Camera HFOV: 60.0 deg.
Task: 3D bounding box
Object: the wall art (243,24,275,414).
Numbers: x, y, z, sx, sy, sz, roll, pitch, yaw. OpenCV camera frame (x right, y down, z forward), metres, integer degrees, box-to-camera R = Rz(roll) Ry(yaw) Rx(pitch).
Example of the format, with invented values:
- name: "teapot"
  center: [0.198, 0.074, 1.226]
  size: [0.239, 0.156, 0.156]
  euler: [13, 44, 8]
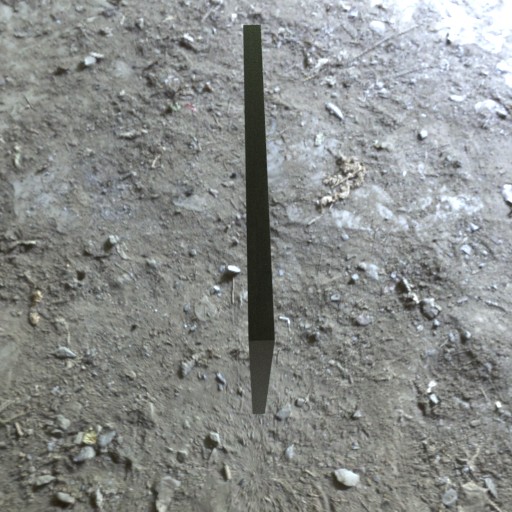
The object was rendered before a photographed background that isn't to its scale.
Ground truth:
- name: "wall art"
  center: [0.000, 0.000, 0.811]
  size: [0.027, 0.580, 0.479]
  euler: [-1, 63, -1]
